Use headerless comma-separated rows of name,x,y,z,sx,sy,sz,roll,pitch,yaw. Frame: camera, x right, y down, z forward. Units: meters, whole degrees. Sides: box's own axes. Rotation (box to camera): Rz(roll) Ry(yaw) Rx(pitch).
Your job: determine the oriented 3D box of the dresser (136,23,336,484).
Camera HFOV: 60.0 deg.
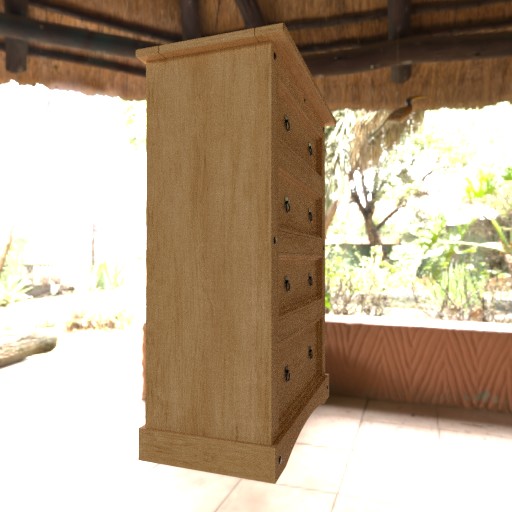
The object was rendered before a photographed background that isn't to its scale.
dresser,0.000,0.000,1.740,0.485,1.300,0.915,0,-1,19
